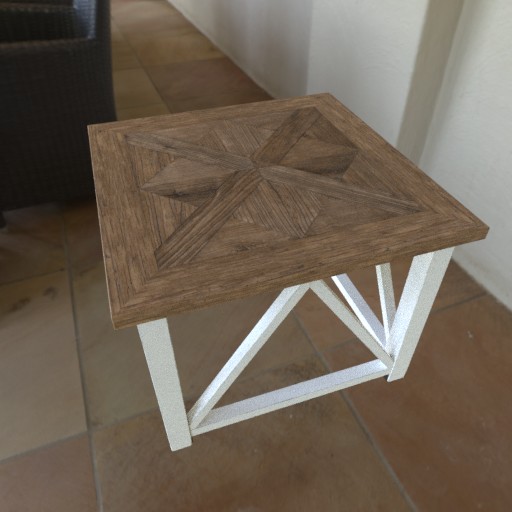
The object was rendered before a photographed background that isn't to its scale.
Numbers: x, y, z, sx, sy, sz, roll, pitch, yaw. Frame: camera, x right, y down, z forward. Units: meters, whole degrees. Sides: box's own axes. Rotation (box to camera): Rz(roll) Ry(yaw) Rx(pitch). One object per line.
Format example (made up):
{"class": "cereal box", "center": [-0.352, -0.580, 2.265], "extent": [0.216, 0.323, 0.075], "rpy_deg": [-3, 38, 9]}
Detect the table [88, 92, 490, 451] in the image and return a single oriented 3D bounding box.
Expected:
{"class": "table", "center": [0.000, 0.000, 1.179], "extent": [0.700, 0.532, 0.700], "rpy_deg": [-13, 43, -14]}
